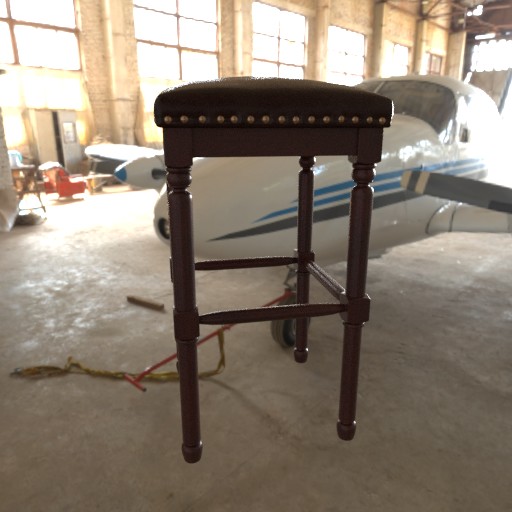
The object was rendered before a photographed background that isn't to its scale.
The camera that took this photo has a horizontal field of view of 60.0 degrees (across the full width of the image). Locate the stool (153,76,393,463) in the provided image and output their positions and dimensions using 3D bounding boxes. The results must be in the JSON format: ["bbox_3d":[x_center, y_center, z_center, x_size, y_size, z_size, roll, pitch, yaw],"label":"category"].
[{"bbox_3d":[0.000,0.000,0.936,0.382,0.702,0.383,-3,17,-11],"label":"stool"}]
